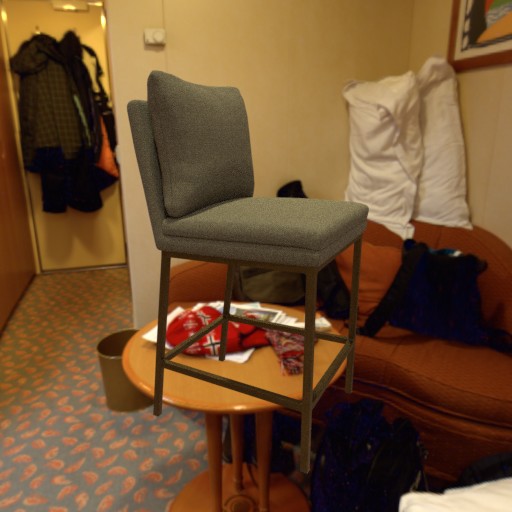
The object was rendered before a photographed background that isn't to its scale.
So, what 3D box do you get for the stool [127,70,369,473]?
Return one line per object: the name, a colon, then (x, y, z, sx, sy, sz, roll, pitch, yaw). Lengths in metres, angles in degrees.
stool: (0.000, 0.000, 1.356, 0.569, 1.031, 0.463, 8, 18, 26)
